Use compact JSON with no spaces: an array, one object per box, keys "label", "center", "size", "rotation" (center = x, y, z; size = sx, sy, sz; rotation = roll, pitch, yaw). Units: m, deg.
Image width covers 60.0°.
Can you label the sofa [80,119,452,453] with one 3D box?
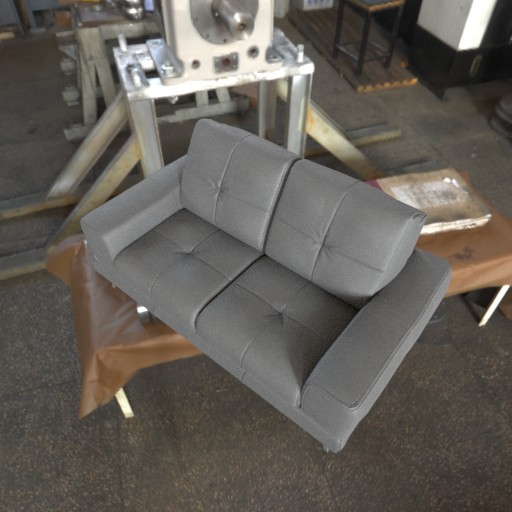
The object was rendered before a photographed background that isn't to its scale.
[{"label":"sofa","center":[0.000,0.000,2.400],"size":[1.806,0.907,1.018],"rotation":[31,54,26]}]
